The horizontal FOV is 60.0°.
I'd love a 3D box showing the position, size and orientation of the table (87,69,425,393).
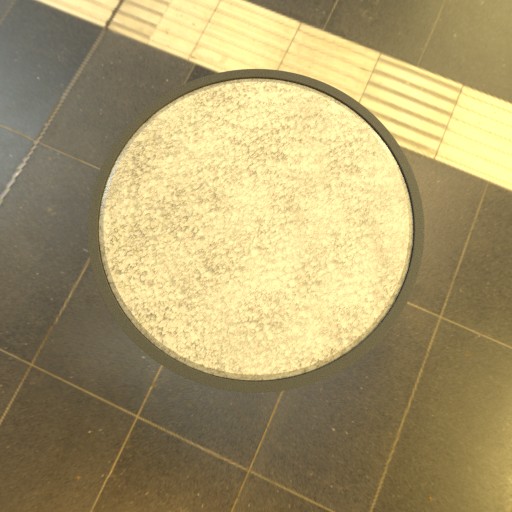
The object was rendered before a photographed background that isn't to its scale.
[{"bbox_3d":[0.000,0.000,0.861,0.470,0.498,0.470,0,77,0],"label":"table"}]
